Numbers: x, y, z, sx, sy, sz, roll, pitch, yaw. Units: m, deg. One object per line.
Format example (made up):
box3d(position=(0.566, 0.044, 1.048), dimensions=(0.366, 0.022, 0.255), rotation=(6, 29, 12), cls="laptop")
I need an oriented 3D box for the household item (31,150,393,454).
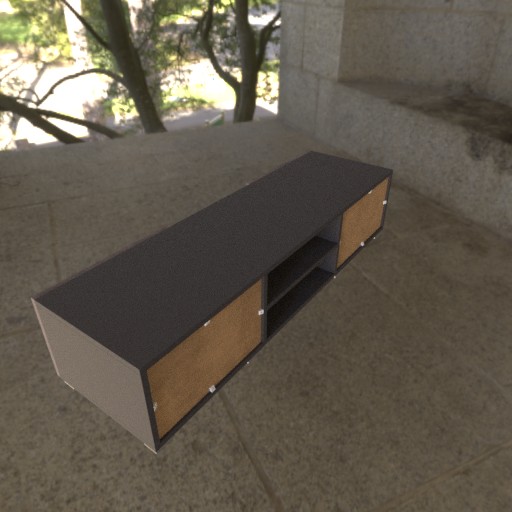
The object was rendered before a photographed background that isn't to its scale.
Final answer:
box3d(position=(0.000, 0.000, 1.599), dimensions=(0.420, 0.310, 1.400), rotation=(22, 38, 30), cls="household item")
